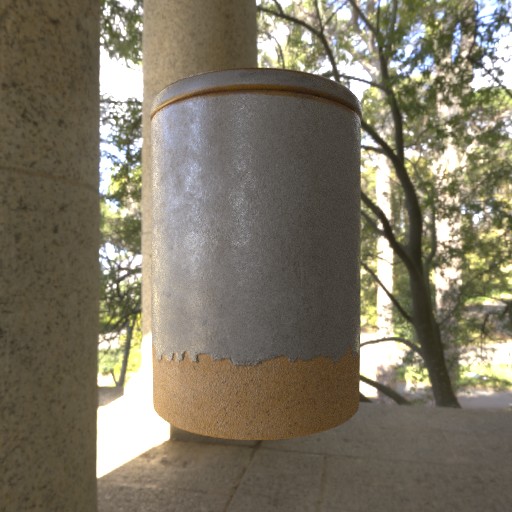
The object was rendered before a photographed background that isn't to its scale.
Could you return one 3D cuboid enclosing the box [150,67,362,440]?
[{"bbox_3d":[0.000,0.000,0.252,0.118,0.168,0.118,0,-1,0],"label":"box"}]
